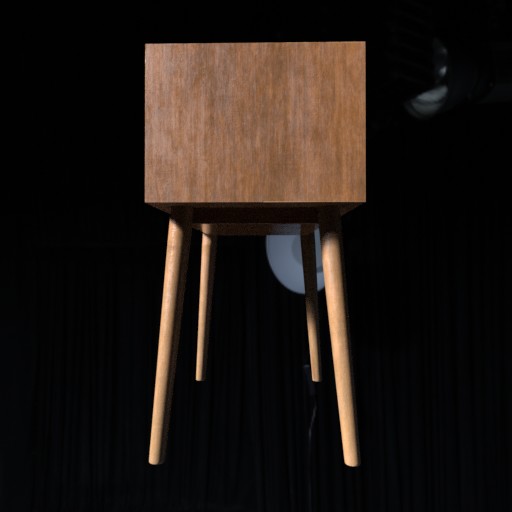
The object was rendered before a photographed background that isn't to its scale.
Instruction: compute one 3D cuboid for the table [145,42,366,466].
[{"bbox_3d":[0.000,0.000,0.831,0.307,0.580,0.454,0,0,1],"label":"table"}]
